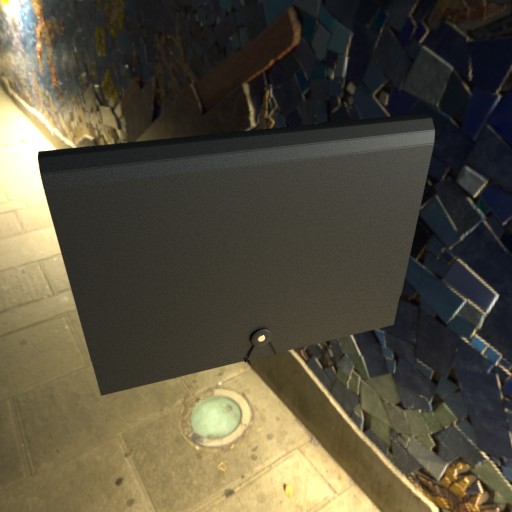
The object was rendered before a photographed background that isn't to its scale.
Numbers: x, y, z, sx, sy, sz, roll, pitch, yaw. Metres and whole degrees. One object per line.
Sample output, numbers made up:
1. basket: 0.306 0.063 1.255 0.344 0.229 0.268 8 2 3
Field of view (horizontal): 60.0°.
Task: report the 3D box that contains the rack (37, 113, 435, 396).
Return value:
1. rack: 0.000 0.000 0.427 0.330 0.241 0.041 -10 34 -15
